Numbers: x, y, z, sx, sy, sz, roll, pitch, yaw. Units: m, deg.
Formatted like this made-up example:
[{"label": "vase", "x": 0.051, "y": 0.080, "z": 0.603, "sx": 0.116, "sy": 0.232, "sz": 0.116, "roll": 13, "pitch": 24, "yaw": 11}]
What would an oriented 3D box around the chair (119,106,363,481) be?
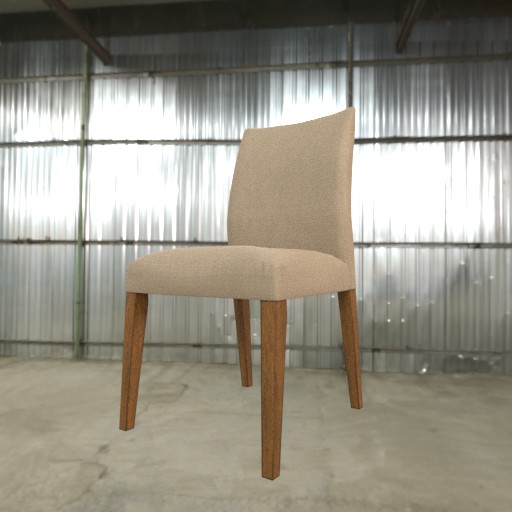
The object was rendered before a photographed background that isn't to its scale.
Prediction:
[{"label": "chair", "x": 0.000, "y": 0.000, "z": 1.305, "sx": 0.496, "sy": 0.940, "sz": 0.585, "roll": -1, "pitch": -1, "yaw": 35}]
